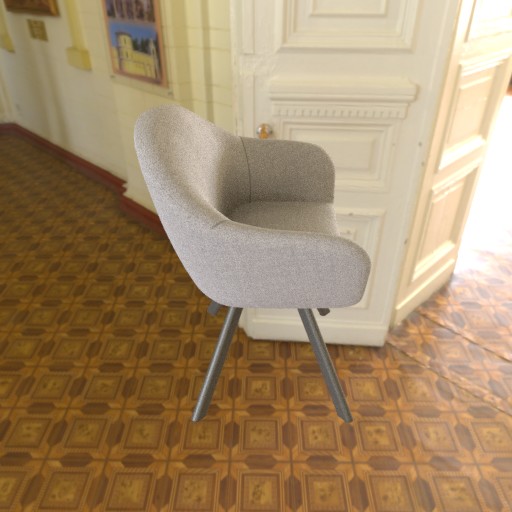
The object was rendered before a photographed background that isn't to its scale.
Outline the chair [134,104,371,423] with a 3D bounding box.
[{"bbox_3d":[0.000,0.000,1.231,0.550,0.795,0.590,0,33,0],"label":"chair"}]
